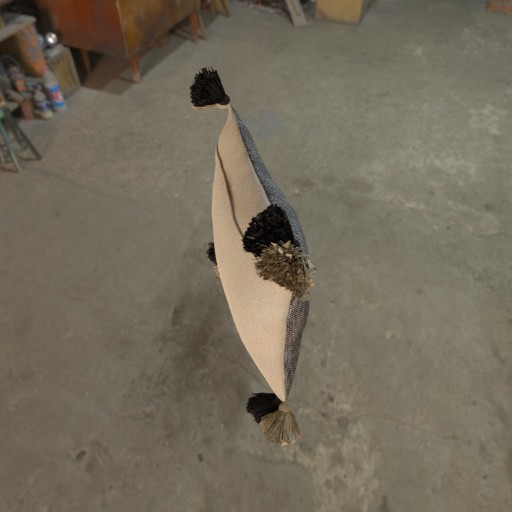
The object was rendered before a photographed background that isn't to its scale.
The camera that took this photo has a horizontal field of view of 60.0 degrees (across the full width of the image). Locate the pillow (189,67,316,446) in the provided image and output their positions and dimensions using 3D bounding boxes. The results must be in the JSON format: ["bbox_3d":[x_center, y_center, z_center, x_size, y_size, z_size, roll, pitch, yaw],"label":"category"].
[{"bbox_3d":[0.000,0.000,0.982,0.170,0.659,0.654,-11,48,-10],"label":"pillow"}]
